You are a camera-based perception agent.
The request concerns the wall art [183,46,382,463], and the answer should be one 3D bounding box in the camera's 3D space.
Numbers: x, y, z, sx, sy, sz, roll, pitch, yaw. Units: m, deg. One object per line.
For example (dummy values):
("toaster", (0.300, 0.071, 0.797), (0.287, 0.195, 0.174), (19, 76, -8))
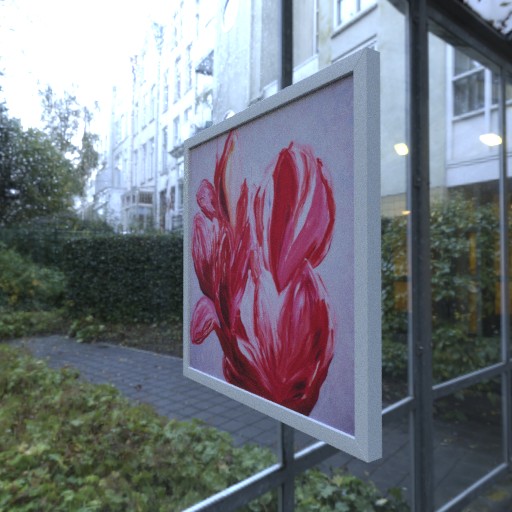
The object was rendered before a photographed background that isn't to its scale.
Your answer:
("wall art", (0.000, 0.000, 0.675), (0.023, 0.453, 0.455), (1, -1, -35))
